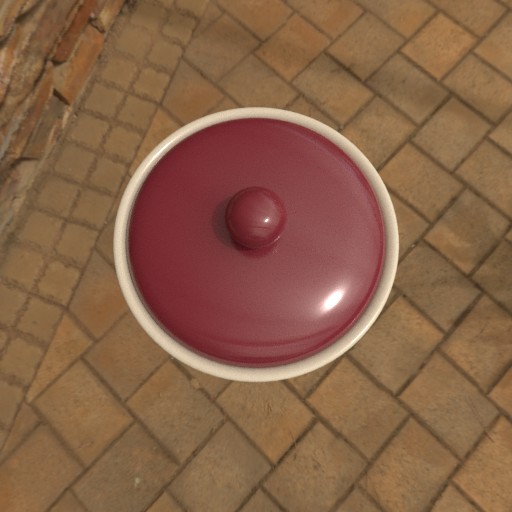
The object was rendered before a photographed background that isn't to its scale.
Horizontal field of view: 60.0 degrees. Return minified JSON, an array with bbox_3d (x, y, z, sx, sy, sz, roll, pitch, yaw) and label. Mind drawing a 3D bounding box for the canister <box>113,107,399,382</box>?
[{"bbox_3d":[0.000,0.000,0.339,0.182,0.208,0.182,0,76,0],"label":"canister"}]
